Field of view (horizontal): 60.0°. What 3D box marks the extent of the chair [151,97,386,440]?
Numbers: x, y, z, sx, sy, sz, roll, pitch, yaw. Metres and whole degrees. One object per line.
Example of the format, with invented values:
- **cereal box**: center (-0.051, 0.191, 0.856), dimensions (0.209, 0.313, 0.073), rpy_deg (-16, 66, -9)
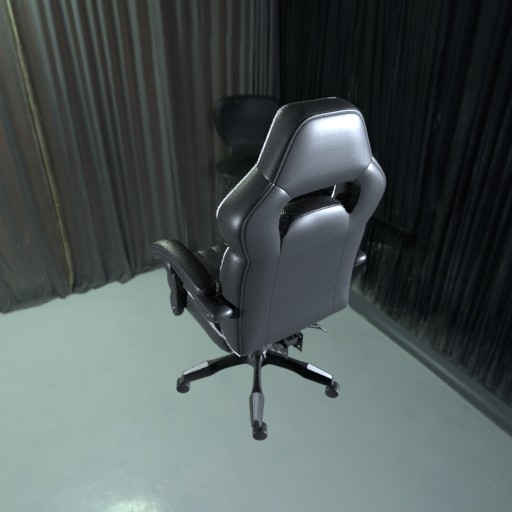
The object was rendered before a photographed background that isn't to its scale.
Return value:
- **chair**: center (0.000, 0.000, 1.650), dimensions (0.676, 1.200, 0.700), rpy_deg (-19, 35, -29)
